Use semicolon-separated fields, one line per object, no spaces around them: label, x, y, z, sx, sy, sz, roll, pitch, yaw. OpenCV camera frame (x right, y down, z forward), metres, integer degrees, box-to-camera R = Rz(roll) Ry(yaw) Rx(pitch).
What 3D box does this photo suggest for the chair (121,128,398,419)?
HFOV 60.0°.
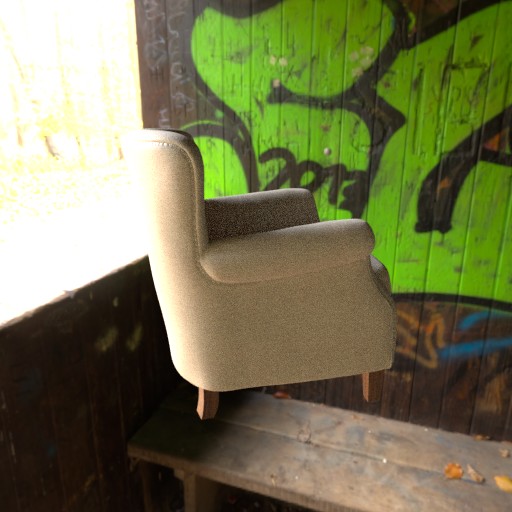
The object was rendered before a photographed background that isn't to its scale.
chair;0.000;0.000;1.695;0.921;0.936;0.861;-3;17;-8
